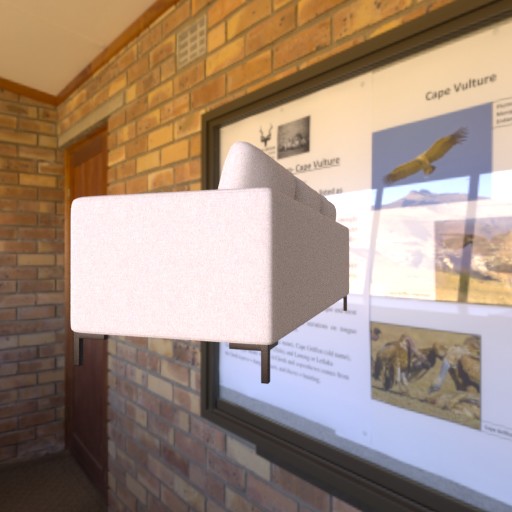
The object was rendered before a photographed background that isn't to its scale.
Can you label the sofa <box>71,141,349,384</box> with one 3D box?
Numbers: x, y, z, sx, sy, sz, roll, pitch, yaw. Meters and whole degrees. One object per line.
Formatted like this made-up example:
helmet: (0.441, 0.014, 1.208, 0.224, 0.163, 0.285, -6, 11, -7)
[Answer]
sofa: (0.000, 0.000, 2.666, 0.859, 0.874, 2.218, 0, 0, 19)
